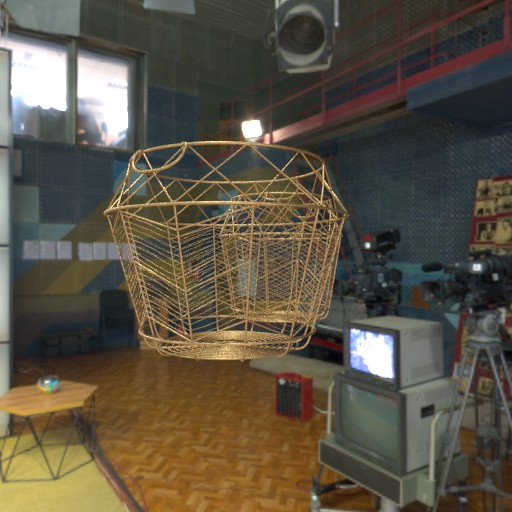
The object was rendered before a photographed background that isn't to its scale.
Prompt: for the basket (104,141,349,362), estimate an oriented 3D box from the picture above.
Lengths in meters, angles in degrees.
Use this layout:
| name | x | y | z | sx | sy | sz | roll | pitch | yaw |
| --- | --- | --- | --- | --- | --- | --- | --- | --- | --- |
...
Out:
| name | x | y | z | sx | sy | sz | roll | pitch | yaw |
| --- | --- | --- | --- | --- | --- | --- | --- | --- | --- |
| basket | 0.000 | 0.000 | 1.015 | 0.451 | 0.343 | 0.805 | 0 | 0 | 17 |
